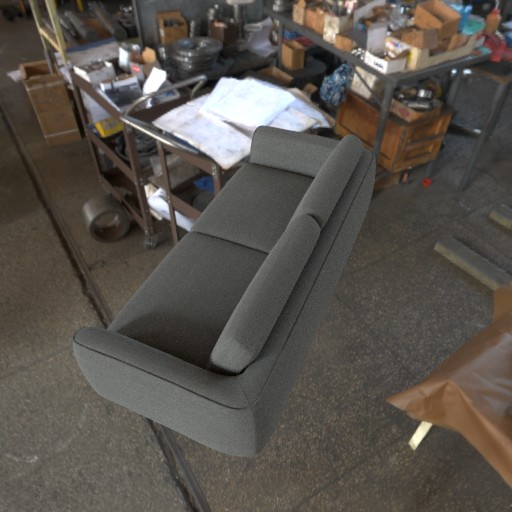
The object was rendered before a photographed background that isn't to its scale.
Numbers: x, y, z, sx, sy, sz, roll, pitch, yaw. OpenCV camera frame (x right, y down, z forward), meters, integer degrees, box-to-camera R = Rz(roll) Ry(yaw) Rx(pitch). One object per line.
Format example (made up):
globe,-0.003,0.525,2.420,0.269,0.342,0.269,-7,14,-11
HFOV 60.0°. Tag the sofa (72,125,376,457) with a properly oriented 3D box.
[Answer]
sofa,0.000,0.000,2.486,0.920,0.850,2.000,18,48,17
